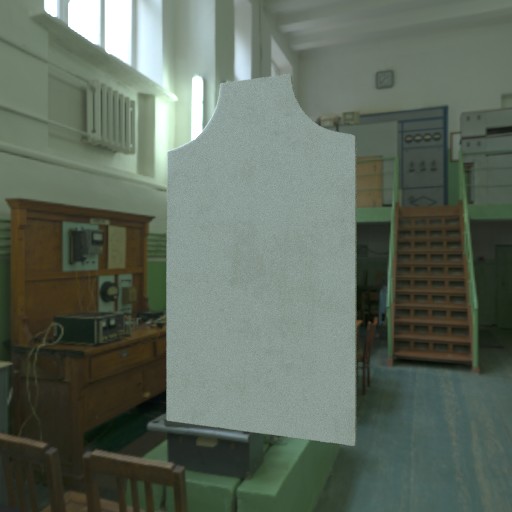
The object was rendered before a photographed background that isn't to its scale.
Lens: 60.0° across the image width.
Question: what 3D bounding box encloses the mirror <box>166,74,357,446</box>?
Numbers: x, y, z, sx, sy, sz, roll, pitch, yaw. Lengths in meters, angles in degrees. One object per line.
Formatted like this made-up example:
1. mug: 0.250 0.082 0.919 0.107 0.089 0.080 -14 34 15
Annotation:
1. mirror: 0.000 0.000 0.909 0.403 0.717 0.022 0 0 19
